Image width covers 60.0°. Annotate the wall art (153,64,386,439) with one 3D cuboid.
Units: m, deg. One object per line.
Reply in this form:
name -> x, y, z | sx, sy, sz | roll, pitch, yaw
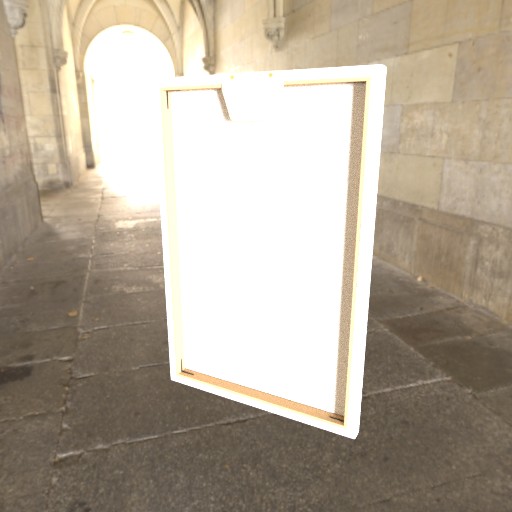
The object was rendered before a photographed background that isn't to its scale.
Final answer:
wall art -> 0.000, 0.000, 1.175 | 0.602, 0.902, 0.048 | 9, 18, 27
